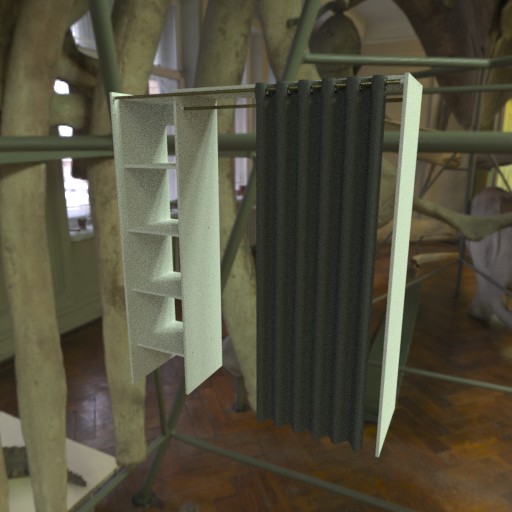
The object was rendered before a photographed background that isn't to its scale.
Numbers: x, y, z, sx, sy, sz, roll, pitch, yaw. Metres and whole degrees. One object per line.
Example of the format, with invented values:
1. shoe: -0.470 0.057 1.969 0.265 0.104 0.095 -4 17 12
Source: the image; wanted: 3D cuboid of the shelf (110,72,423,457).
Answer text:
1. shelf: 0.000 0.000 2.548 1.600 1.810 0.500 7 16 25
